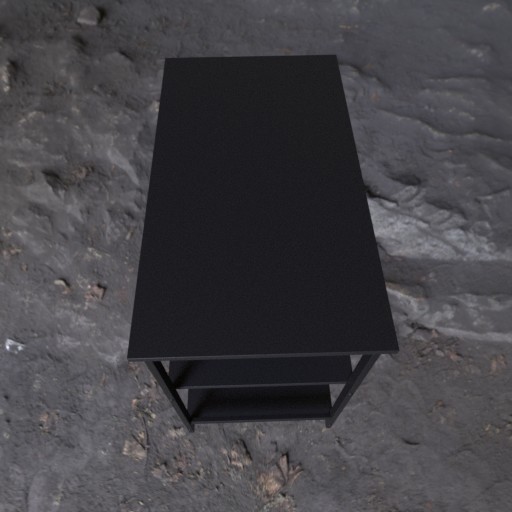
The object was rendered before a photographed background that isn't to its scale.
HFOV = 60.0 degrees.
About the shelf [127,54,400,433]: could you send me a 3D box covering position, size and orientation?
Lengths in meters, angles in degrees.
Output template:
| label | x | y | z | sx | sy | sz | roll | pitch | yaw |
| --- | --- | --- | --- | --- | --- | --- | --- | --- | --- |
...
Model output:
| label | x | y | z | sx | sy | sz | roll | pitch | yaw |
| --- | --- | --- | --- | --- | --- | --- | --- | --- | --- |
| shelf | 0.000 | 0.000 | 1.364 | 0.498 | 0.749 | 0.902 | -2 | 58 | -1 |
